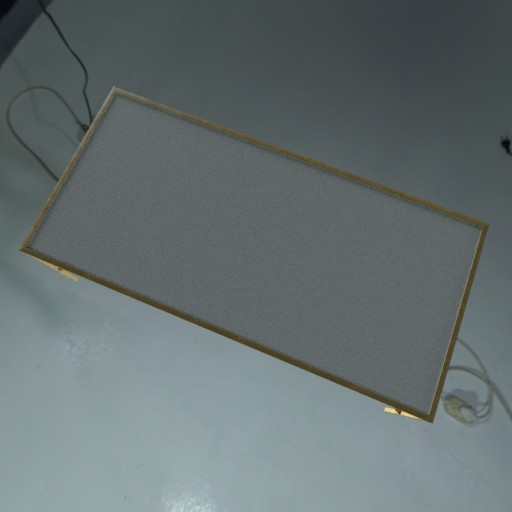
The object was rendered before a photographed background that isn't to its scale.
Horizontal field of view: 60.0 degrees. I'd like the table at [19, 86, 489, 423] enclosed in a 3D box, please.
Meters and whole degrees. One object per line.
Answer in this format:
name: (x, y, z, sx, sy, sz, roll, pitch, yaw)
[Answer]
table: (0.000, 0.000, 1.449, 1.206, 0.398, 0.580, 22, 75, 6)
